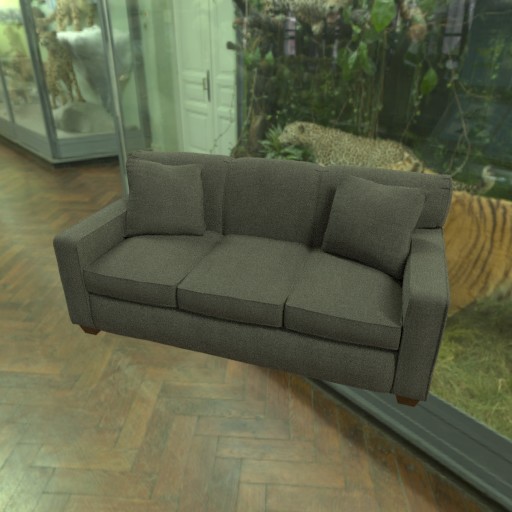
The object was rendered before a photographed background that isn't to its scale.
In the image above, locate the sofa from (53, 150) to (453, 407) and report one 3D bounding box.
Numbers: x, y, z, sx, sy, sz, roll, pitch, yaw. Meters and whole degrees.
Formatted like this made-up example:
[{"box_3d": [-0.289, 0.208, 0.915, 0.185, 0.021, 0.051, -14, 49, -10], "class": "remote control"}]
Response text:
[{"box_3d": [0.000, 0.000, 2.558, 2.024, 0.958, 0.997, 9, 28, 16], "class": "sofa"}]
